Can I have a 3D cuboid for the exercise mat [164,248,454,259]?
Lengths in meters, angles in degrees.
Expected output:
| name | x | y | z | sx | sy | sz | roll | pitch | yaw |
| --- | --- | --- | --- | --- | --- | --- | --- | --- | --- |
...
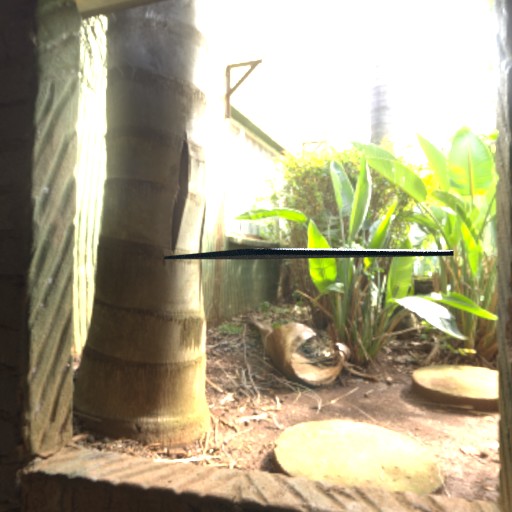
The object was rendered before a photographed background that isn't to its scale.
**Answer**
| name | x | y | z | sx | sy | sz | roll | pitch | yaw |
| --- | --- | --- | --- | --- | --- | --- | --- | --- | --- |
| exercise mat | 0.000 | 0.000 | 2.062 | 0.616 | 0.021 | 1.869 | 0 | -1 | -19 |
